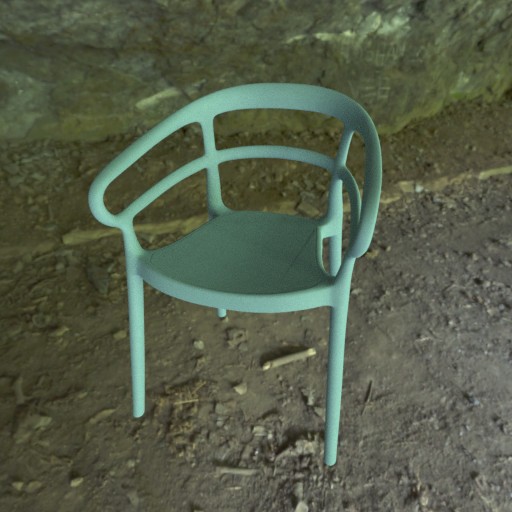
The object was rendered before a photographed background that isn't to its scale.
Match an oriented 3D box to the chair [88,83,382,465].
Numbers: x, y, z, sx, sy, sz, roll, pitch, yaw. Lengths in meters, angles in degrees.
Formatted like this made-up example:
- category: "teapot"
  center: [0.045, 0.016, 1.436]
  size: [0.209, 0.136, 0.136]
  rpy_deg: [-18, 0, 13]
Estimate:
- category: "chair"
  center: [0.000, 0.000, 1.112]
  size: [0.559, 0.761, 0.527]
  rpy_deg: [8, 28, 15]
